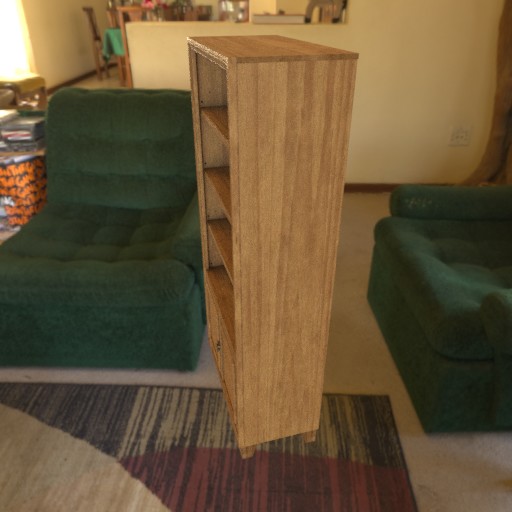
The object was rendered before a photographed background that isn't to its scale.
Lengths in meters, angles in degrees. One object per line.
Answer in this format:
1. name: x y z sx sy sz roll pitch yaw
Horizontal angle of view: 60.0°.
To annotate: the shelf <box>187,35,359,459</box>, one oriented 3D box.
1. shelf: 0.000 0.000 2.227 0.453 1.930 0.864 -8 31 -14
